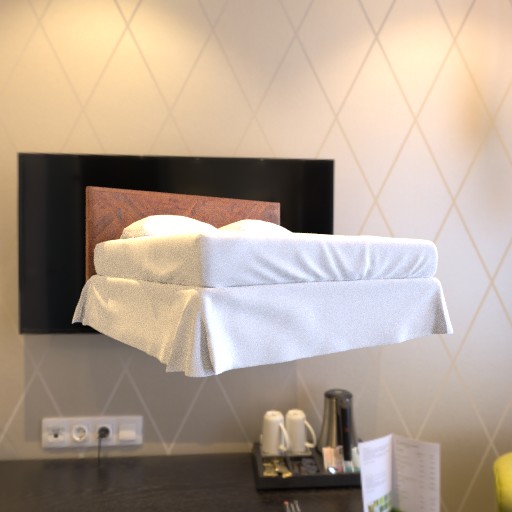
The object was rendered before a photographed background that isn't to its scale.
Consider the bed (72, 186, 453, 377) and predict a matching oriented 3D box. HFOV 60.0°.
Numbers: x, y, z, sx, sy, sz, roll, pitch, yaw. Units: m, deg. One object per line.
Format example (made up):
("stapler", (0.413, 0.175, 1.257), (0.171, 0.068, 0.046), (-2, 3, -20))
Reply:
("bed", (0.000, 0.000, 3.434), (2.255, 1.158, 2.165), (0, 0, -35))
